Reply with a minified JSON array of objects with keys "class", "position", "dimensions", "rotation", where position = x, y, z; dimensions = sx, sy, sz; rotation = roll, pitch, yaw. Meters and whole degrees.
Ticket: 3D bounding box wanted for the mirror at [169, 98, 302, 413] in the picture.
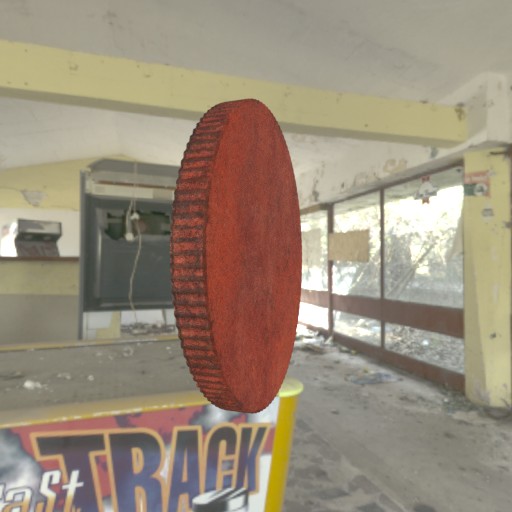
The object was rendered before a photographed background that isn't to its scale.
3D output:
[{"class":"mirror","position":[0.000,0.000,0.912],"dimensions":[0.056,0.609,0.609],"rotation":[0,-1,19]}]
